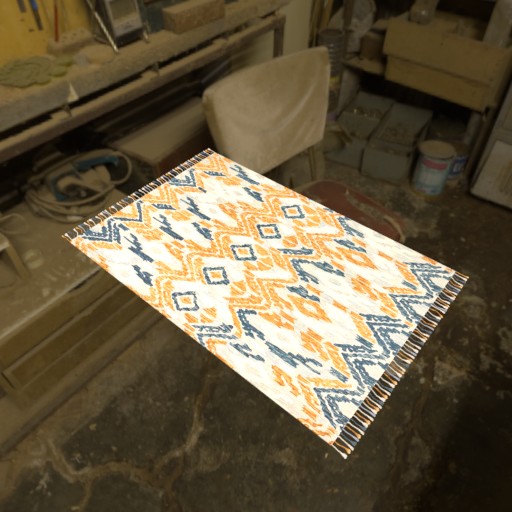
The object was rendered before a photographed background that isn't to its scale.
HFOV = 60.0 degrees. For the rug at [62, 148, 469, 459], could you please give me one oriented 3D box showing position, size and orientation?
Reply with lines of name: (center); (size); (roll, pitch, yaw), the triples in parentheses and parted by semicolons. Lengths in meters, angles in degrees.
rug: (0.000, 0.000, 3.082); (2.428, 0.010, 1.533); (31, 53, 27)
